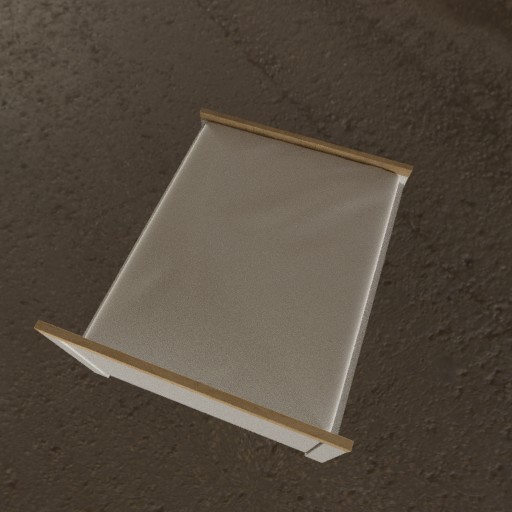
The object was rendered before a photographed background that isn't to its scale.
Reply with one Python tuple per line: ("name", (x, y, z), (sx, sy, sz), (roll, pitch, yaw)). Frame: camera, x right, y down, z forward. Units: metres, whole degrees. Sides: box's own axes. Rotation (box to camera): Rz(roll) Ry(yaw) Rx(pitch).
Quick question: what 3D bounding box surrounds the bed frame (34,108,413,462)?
("bed frame", (0.000, 0.000, 3.008), (1.670, 0.980, 2.050), (18, 64, 9))
